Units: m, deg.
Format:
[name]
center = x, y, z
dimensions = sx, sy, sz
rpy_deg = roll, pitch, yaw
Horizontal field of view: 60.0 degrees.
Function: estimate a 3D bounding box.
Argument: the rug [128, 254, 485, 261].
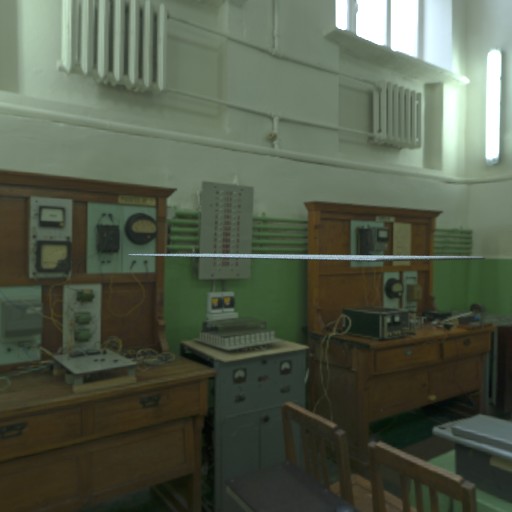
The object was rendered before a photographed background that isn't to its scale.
[rug]
center = 0.000, 0.000, 2.452
dimensions = 0.662, 0.011, 2.196
rpy_deg = 0, 1, -36
